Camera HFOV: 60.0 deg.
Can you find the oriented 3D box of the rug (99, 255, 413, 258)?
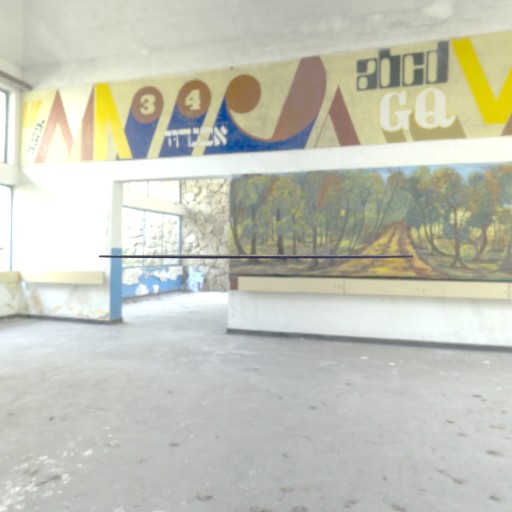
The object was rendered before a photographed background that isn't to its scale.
[{"bbox_3d":[0.000,0.000,3.567,2.386,0.014,2.386,0,0,0],"label":"rug"}]
